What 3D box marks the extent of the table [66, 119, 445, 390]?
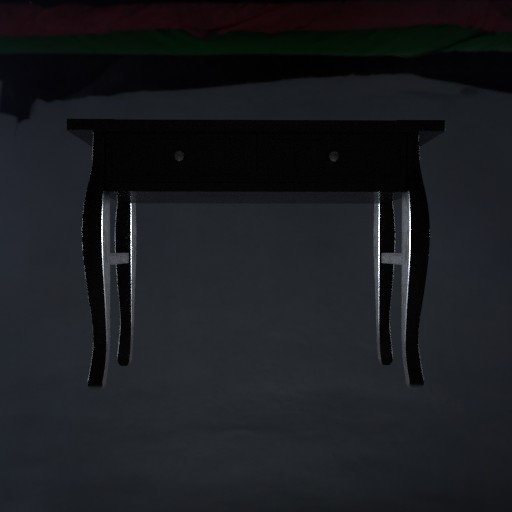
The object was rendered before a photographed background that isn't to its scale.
[{"bbox_3d":[0.000,0.000,1.422,1.062,0.768,0.373,0,1,-1],"label":"table"}]
